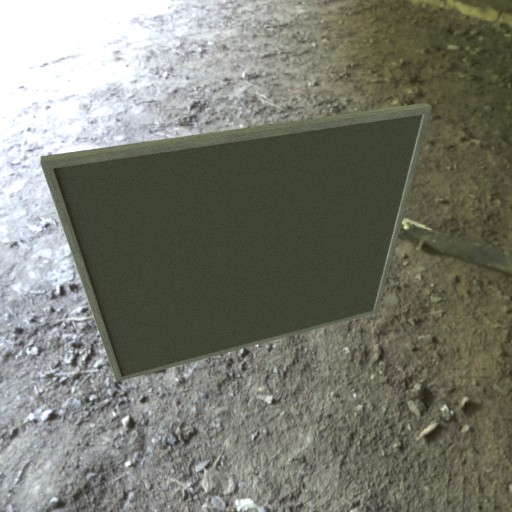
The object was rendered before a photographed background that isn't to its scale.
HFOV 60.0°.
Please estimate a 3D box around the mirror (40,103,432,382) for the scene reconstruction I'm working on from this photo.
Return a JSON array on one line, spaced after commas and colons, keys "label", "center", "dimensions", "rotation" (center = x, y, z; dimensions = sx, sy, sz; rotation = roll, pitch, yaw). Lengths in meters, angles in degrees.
[{"label": "mirror", "center": [0.000, 0.000, 1.137], "dimensions": [0.839, 0.689, 0.028], "rotation": [-12, 42, -14]}]
